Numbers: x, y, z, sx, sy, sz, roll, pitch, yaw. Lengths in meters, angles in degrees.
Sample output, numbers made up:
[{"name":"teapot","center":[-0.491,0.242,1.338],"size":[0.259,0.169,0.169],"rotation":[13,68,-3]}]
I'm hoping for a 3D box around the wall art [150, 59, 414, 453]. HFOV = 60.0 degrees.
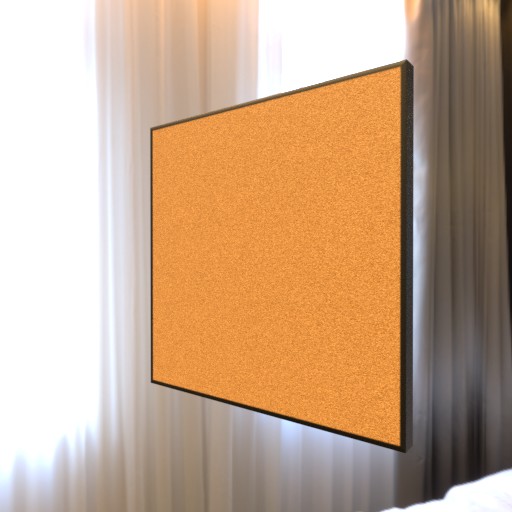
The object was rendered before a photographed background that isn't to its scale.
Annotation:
[{"name":"wall art","center":[0.000,0.000,1.112],"size":[0.769,0.766,0.042],"rotation":[0,1,38]}]
